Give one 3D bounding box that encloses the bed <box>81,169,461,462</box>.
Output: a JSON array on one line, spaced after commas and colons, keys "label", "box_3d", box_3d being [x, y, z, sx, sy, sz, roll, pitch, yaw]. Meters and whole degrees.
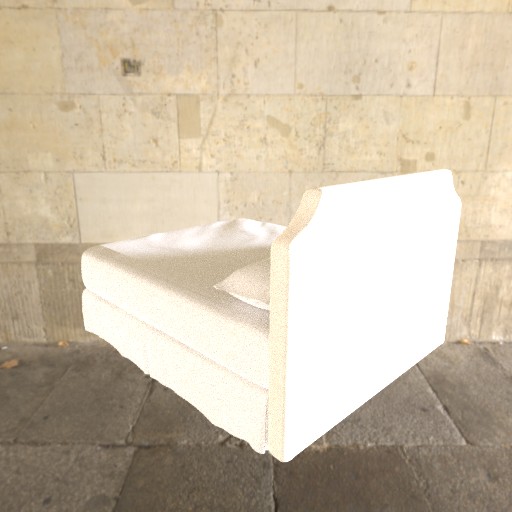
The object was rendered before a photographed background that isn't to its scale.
[{"label": "bed", "box_3d": [0.000, 0.000, 3.789, 2.134, 1.524, 2.548, -15, 22, -42]}]
